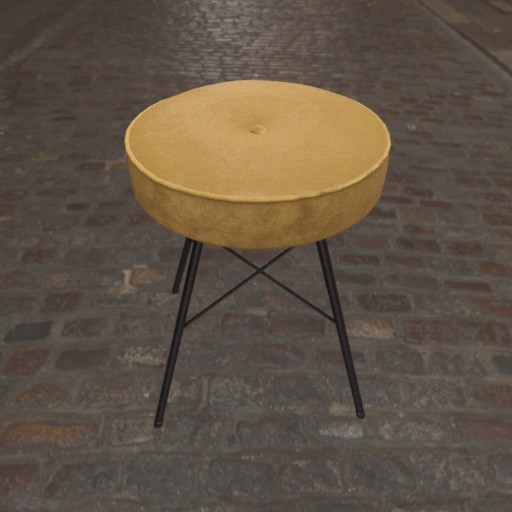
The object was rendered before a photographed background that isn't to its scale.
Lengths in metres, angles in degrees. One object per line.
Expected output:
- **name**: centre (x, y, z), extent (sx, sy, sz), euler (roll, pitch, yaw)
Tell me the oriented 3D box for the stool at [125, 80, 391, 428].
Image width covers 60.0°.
- **stool**: centre (0.000, 0.000, 0.910), extent (0.472, 0.595, 0.438), euler (0, 41, 0)
